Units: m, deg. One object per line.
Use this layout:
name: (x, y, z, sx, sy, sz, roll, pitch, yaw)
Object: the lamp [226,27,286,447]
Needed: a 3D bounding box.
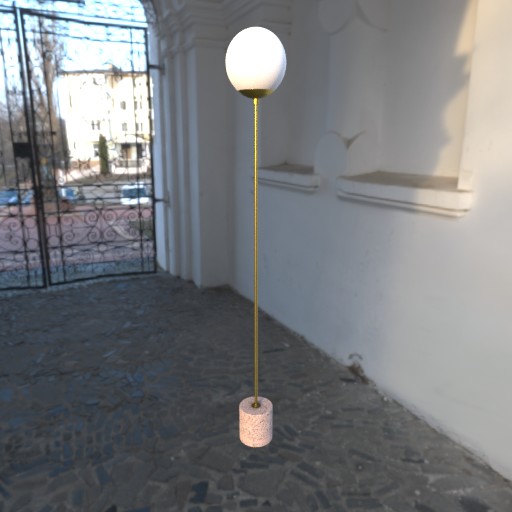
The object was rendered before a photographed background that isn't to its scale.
lamp: (0.000, 0.000, 1.862, 0.229, 1.748, 0.229, -2, 15, -8)
